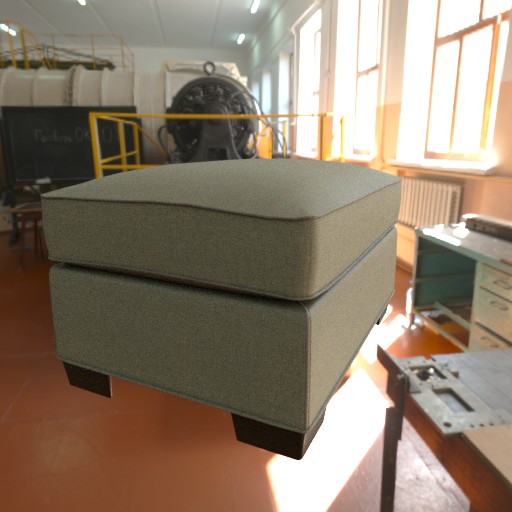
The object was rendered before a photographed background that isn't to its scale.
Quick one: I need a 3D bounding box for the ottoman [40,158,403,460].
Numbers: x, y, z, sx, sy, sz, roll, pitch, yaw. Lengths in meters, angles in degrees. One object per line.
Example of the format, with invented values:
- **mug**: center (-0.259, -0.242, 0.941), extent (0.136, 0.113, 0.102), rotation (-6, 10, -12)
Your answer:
- **ottoman**: center (0.000, 0.000, 1.195), extent (0.619, 0.504, 0.843), rotation (7, 16, 26)
